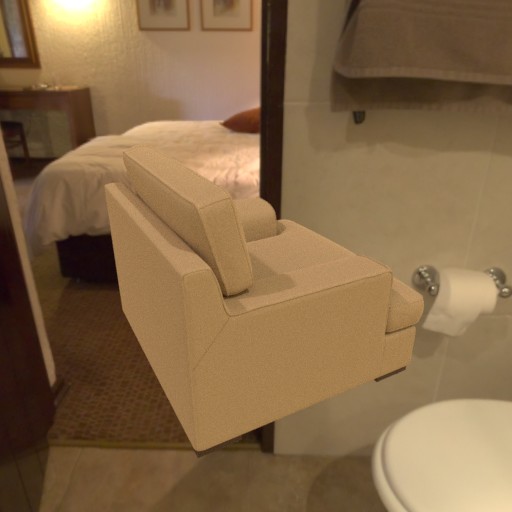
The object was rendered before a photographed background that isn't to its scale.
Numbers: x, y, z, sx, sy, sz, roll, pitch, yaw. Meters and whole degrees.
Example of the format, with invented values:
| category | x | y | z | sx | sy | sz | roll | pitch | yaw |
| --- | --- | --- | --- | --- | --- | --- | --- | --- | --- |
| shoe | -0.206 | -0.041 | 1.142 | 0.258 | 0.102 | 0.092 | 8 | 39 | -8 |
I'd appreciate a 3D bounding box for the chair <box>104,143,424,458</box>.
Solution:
| category | x | y | z | sx | sy | sz | roll | pitch | yaw |
| --- | --- | --- | --- | --- | --- | --- | --- | --- | --- |
| chair | 0.000 | 0.000 | 2.160 | 1.274 | 1.005 | 1.293 | -17 | 30 | -32 |
